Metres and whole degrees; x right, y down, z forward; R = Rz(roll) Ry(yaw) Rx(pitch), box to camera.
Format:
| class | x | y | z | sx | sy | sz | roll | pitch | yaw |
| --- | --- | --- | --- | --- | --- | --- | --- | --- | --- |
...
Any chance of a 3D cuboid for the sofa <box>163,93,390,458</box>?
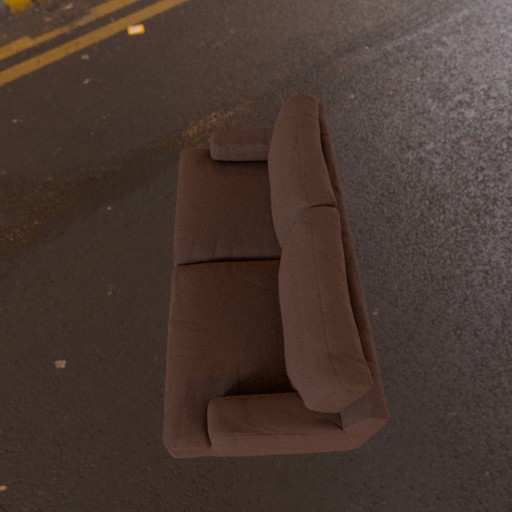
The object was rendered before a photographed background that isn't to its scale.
| class | x | y | z | sx | sy | sz | roll | pitch | yaw |
| --- | --- | --- | --- | --- | --- | --- | --- | --- | --- |
| sofa | 0.000 | 0.000 | 2.867 | 1.140 | 0.950 | 2.274 | -2 | 57 | -2 |
